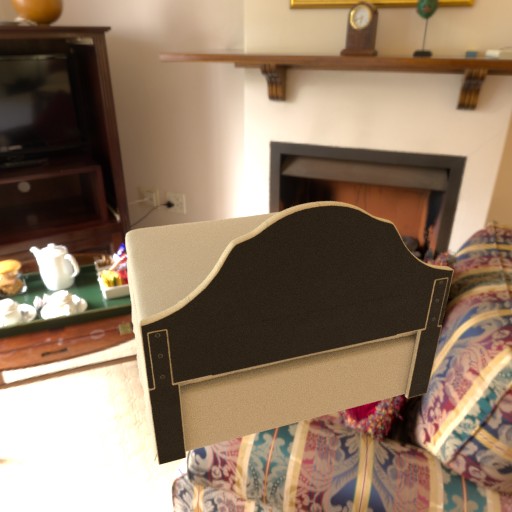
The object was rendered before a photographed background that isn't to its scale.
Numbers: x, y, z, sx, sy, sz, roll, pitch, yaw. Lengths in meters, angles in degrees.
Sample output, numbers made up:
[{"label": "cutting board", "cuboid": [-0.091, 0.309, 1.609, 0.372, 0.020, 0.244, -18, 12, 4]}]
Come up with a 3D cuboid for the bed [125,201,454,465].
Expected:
[{"label": "bed", "cuboid": [0.000, 0.000, 3.496, 2.012, 1.555, 2.086, -8, 27, -16]}]
